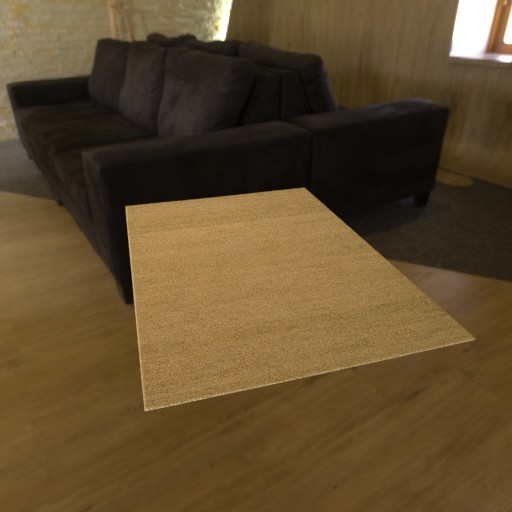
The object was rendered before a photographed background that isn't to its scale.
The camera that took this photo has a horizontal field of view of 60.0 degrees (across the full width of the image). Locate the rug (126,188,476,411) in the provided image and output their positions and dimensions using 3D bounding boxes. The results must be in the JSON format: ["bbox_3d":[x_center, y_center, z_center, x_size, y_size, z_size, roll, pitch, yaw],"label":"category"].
[{"bbox_3d":[0.000,0.000,5.105,2.782,0.025,3.935,-8,30,-14],"label":"rug"}]
